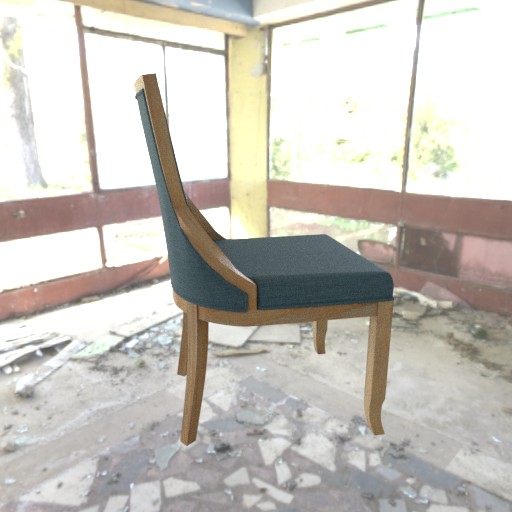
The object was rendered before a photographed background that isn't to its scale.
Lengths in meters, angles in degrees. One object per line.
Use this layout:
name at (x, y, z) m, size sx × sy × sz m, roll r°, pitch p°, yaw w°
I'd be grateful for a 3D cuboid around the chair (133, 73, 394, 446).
chair at (0.000, 0.000, 1.320) m, size 0.641 × 0.947 × 0.524 m, roll -3°, pitch 15°, yaw -11°
